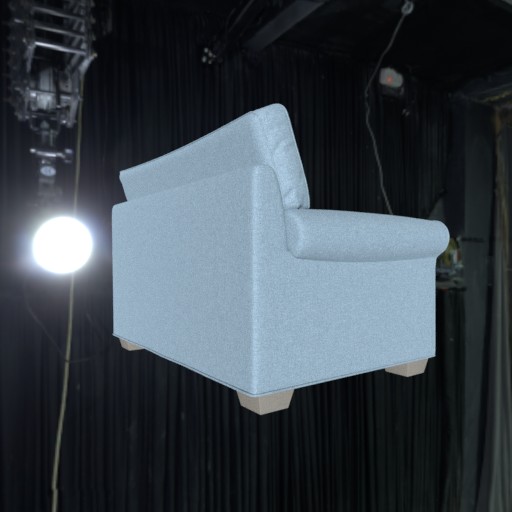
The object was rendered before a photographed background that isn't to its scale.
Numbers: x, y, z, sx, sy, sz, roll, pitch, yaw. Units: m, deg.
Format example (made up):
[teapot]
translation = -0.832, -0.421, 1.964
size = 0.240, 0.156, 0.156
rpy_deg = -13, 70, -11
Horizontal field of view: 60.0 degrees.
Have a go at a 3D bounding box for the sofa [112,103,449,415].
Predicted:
[sofa]
translation = 0.000, 0.000, 2.067
size = 0.940, 0.953, 1.410
rpy_deg = 0, 0, -36
